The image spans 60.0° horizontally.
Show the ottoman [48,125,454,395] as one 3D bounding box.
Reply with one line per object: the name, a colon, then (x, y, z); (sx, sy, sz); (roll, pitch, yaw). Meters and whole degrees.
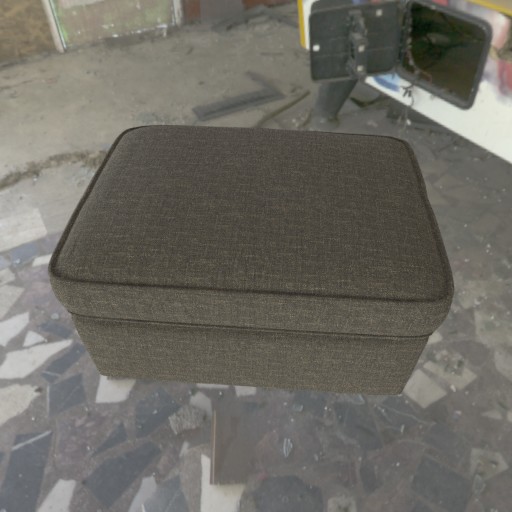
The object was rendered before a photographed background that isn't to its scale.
ottoman: (0.000, 0.000, 1.079); (0.749, 0.450, 0.549); (3, 46, 3)
